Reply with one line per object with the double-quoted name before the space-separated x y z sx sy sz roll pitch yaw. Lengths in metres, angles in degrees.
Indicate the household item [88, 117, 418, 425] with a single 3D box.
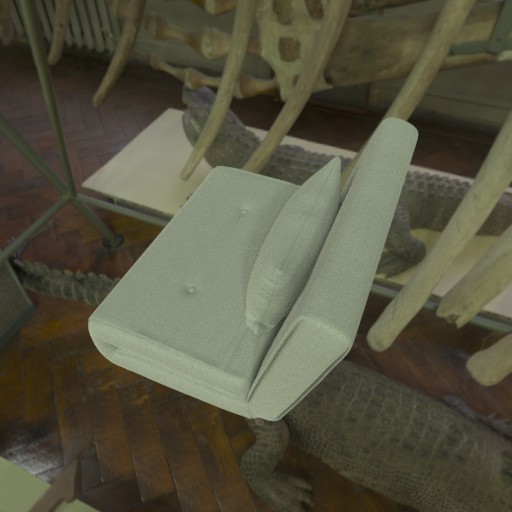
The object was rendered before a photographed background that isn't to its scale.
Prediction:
"household item" 0.000 0.000 1.668 0.874 0.800 1.000 17 49 16
